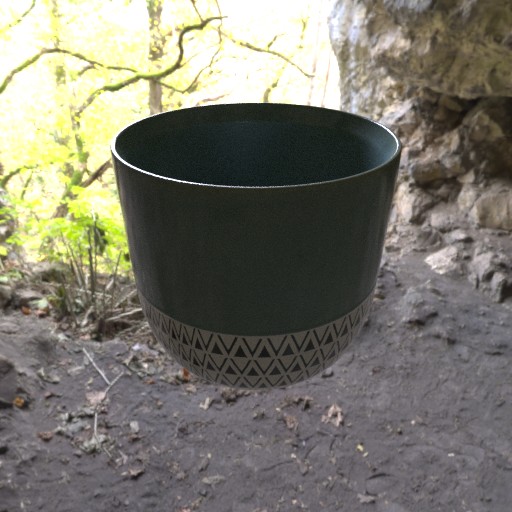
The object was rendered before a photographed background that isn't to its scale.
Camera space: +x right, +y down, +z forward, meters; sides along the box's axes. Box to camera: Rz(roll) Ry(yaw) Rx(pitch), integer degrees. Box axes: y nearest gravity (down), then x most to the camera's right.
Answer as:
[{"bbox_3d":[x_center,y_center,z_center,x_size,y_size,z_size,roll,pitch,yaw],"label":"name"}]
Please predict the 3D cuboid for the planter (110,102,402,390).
[{"bbox_3d":[0.000,0.000,0.488,0.266,0.270,0.266,0,31,0],"label":"planter"}]
